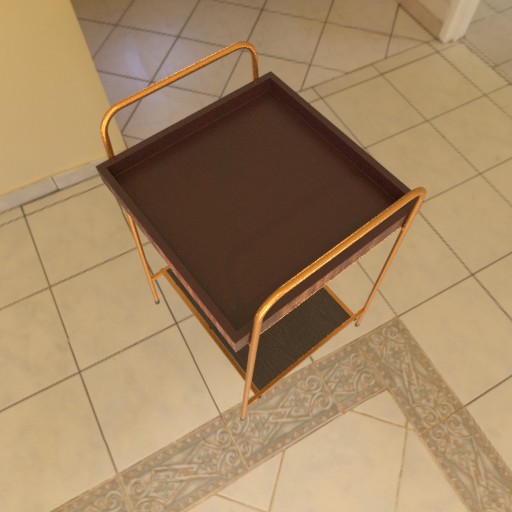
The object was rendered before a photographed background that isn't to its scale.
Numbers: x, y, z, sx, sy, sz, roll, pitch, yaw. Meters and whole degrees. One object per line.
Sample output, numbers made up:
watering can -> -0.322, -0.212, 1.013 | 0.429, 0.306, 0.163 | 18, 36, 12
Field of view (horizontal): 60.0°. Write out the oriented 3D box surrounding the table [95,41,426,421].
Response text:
table -> 0.000, 0.000, 0.986 | 0.430, 0.710, 0.430 | -35, 67, -17
